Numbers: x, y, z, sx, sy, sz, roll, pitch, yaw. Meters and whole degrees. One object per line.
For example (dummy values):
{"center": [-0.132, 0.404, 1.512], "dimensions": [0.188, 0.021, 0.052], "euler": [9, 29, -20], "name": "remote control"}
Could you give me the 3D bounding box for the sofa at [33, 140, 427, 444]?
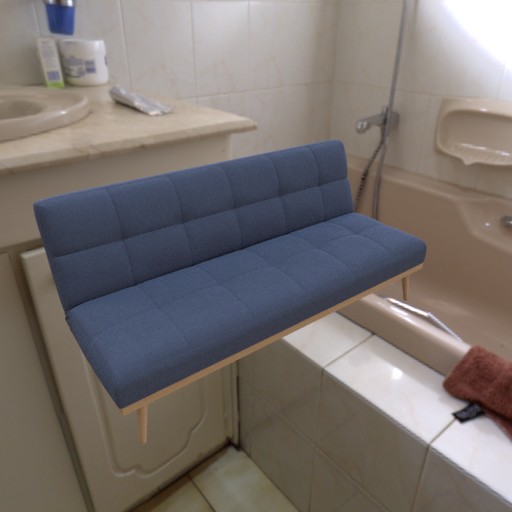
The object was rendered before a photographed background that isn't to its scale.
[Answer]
{"center": [0.000, 0.000, 2.221], "dimensions": [1.800, 0.800, 0.796], "euler": [-19, 34, -32], "name": "sofa"}
